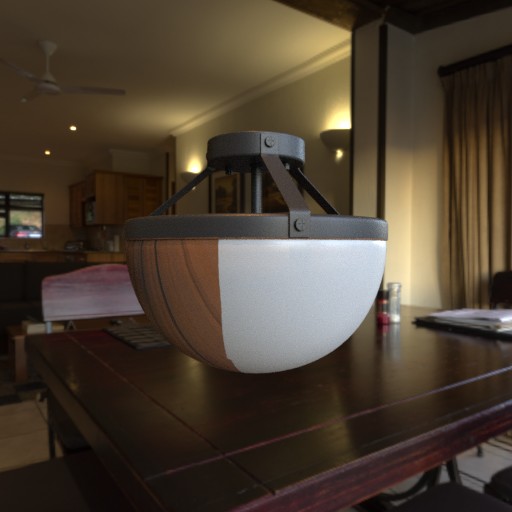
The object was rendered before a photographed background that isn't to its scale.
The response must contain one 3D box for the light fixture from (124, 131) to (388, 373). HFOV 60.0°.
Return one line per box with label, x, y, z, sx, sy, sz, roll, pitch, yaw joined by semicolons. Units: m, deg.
light fixture;0.000;0.000;0.532;0.304;0.269;0.304;0;1;0
